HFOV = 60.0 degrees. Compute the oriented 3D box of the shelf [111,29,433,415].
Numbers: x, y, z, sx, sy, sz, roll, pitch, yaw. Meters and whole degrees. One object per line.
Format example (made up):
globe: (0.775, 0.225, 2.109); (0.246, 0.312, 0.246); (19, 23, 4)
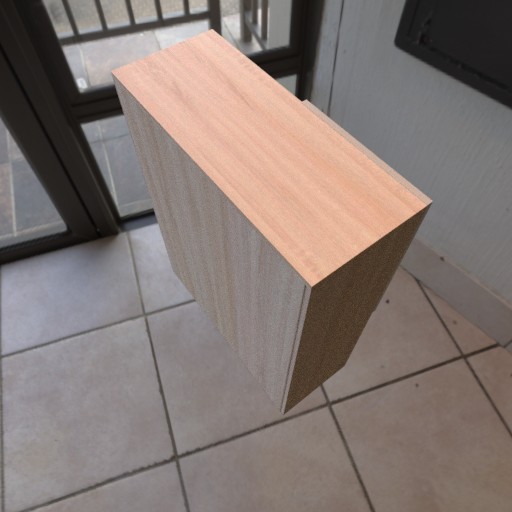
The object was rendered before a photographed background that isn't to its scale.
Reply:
shelf: (0.000, 0.000, 1.889); (0.434, 1.405, 0.995); (-33, 63, -19)
